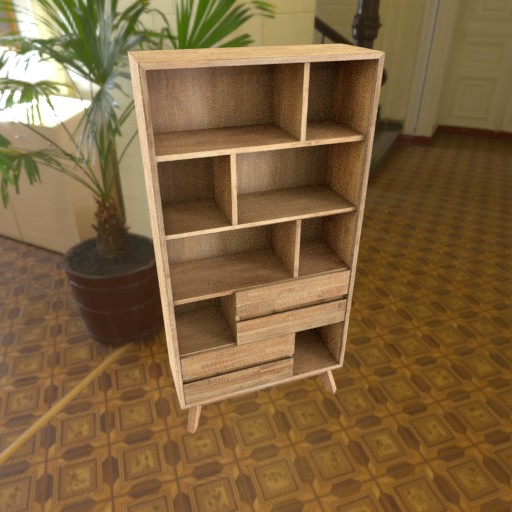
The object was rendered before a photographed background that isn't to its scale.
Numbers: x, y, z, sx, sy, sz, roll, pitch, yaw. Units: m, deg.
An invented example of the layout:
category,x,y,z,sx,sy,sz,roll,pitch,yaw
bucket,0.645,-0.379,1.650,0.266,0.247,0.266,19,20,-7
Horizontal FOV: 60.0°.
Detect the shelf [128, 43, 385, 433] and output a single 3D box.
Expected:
category,x,y,z,sx,sy,sz,roll,pitch,yaw
shelf,0.000,0.000,1.747,0.748,1.471,0.308,-10,32,-16
